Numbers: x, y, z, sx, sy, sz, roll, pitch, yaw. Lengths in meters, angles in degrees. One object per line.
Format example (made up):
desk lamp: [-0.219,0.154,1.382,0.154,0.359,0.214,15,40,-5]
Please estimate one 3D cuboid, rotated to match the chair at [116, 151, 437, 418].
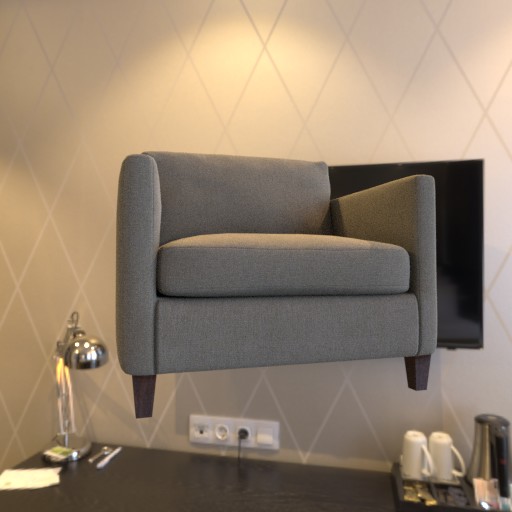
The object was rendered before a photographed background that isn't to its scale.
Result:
chair: [0.000,0.000,1.837,1.107,0.963,0.959,0,-1,-17]
